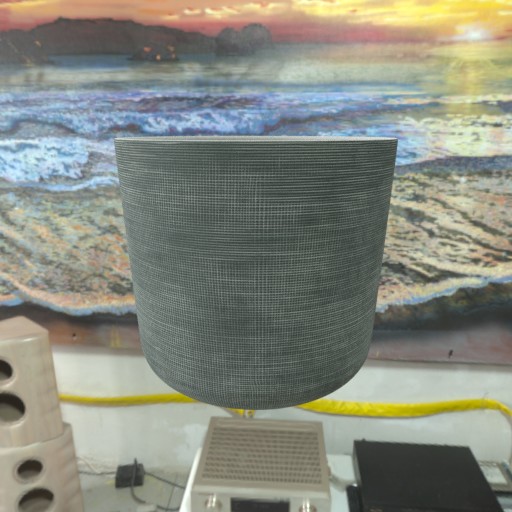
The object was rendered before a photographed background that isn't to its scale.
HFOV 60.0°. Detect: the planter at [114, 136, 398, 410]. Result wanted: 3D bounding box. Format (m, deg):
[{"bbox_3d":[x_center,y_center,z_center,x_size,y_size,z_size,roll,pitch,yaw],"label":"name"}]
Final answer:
[{"bbox_3d":[0.000,0.000,0.772,0.440,0.398,0.440,0,16,0],"label":"planter"}]
